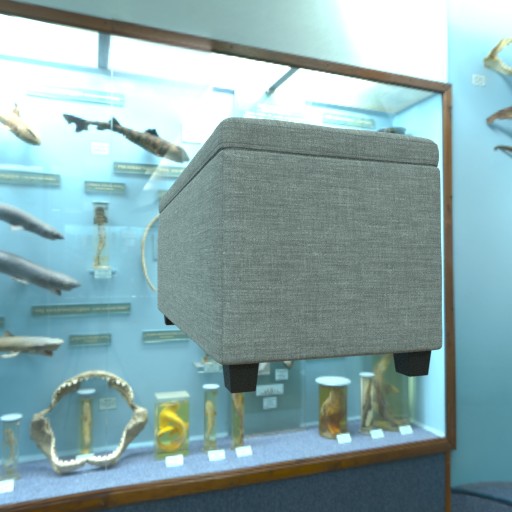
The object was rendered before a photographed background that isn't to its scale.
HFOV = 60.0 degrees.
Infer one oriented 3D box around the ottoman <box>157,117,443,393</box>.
[{"bbox_3d":[0.000,0.000,1.121,0.419,0.432,0.902,0,-1,-18],"label":"ottoman"}]
